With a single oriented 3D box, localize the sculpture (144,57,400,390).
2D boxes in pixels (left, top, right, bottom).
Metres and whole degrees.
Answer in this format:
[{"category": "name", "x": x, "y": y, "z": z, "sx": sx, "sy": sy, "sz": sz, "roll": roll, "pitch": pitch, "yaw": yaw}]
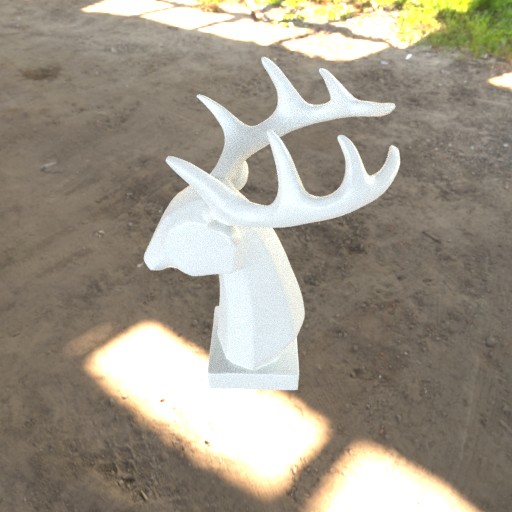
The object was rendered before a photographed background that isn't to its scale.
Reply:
[{"category": "sculpture", "x": 0.000, "y": 0.000, "z": 0.441, "sx": 0.224, "sy": 0.329, "sz": 0.174, "roll": 1, "pitch": 42, "yaw": 1}]
